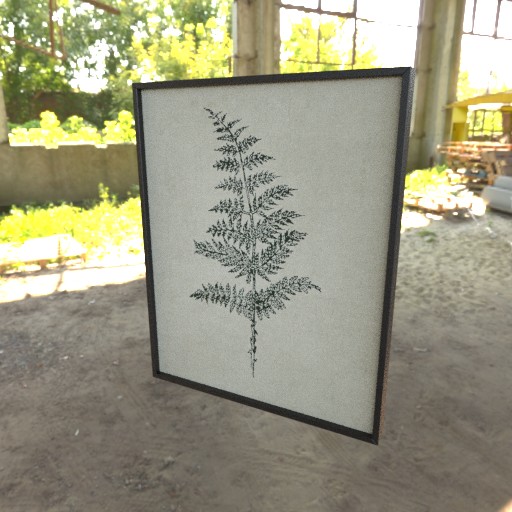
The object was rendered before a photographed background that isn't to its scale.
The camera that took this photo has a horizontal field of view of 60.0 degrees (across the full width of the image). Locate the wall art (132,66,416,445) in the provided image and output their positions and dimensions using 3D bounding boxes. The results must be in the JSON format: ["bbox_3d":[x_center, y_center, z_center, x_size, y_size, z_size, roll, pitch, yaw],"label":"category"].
[{"bbox_3d":[0.000,0.000,0.737,0.449,0.555,0.039,8,18,26],"label":"wall art"}]
